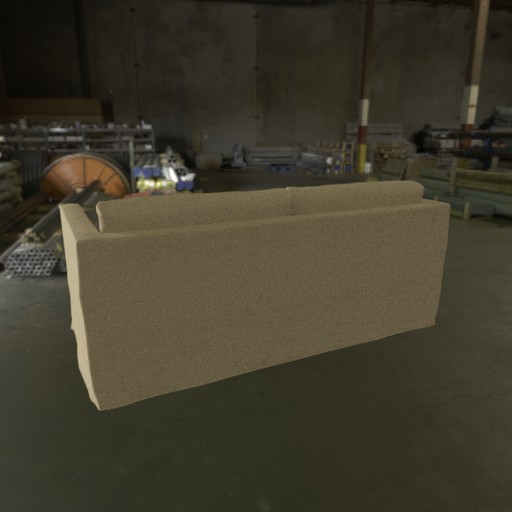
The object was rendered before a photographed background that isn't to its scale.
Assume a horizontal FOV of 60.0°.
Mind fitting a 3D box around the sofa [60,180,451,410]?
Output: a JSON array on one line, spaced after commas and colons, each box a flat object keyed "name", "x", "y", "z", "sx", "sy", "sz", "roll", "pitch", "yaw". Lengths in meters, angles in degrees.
[{"name": "sofa", "x": 0.000, "y": 0.000, "z": 2.485, "sx": 1.959, "sy": 0.835, "sz": 0.962, "roll": -8, "pitch": 18, "yaw": -25}]
